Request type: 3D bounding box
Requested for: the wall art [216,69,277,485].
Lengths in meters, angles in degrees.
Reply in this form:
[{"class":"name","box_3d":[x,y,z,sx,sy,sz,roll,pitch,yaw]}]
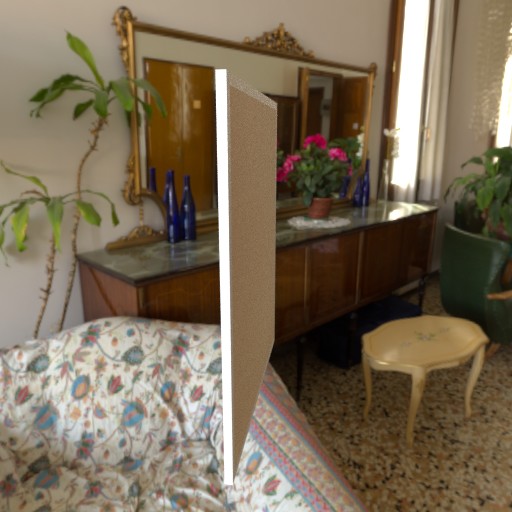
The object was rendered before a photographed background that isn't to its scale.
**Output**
[{"class":"wall art","box_3d":[0.000,0.000,0.797,0.012,0.557,0.482,2,15,9]}]
